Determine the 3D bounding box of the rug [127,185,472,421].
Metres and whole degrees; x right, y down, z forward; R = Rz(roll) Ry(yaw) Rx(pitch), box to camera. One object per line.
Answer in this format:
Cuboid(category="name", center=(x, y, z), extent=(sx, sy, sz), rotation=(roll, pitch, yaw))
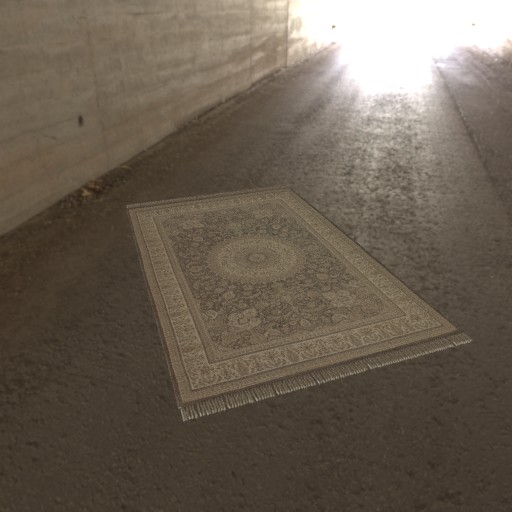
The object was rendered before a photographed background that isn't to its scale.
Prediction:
Cuboid(category="rug", center=(0.000, 0.000, 3.059), extent=(1.528, 0.010, 2.440), rotation=(-10, 31, -17))
